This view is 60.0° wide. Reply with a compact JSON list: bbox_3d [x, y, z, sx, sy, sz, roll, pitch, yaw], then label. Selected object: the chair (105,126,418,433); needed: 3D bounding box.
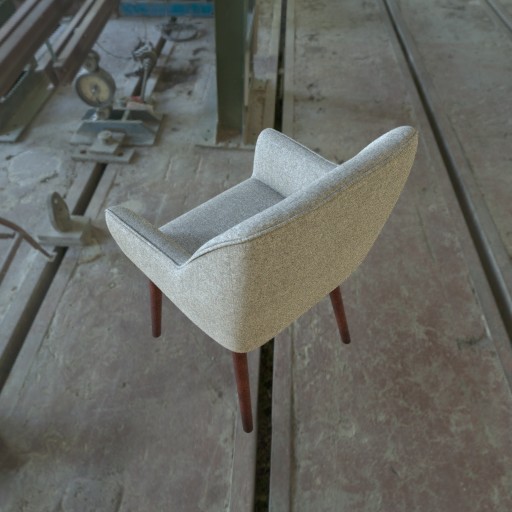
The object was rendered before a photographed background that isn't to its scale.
[{"bbox_3d":[0.000,0.000,1.159,0.543,0.803,0.519,-34,56,-27],"label":"chair"}]
